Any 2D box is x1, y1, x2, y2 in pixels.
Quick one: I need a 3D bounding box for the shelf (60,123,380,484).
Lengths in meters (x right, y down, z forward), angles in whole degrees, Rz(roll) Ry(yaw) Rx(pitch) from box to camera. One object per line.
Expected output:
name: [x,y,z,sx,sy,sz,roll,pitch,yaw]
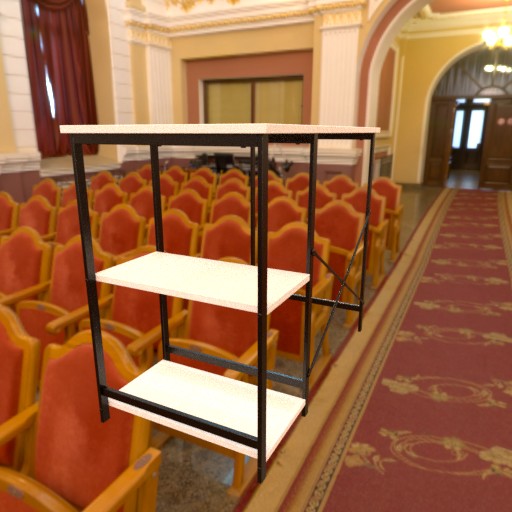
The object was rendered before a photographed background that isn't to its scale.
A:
shelf: [0.000,0.000,1.341,0.498,0.750,0.902,8,17,26]
